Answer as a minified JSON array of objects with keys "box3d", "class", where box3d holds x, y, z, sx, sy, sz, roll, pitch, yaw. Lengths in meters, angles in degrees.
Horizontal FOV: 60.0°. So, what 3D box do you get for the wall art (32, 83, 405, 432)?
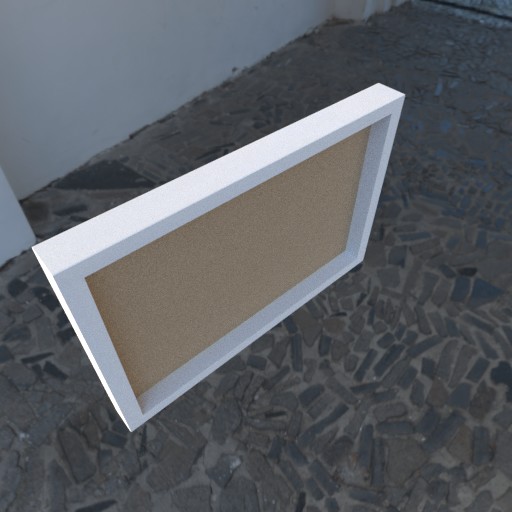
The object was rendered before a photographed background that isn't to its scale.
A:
[{"box3d":[0.000,0.000,0.478,0.384,0.254,0.039,-32,54,-27],"class":"wall art"}]
